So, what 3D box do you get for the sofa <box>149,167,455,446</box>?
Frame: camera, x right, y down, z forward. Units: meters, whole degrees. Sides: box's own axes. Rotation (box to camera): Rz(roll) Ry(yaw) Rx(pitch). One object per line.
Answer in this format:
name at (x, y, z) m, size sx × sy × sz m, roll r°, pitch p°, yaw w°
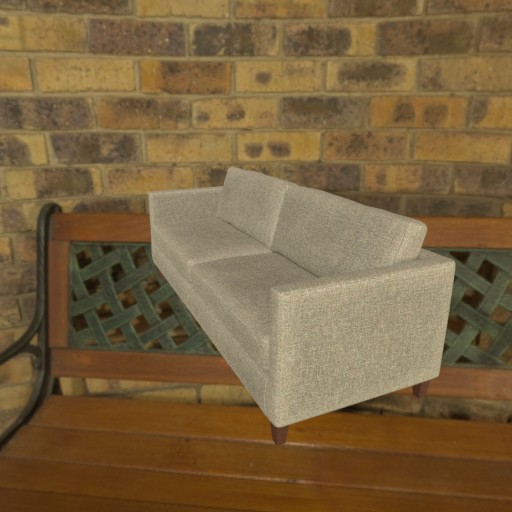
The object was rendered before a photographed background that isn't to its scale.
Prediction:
sofa at (0.000, 0.000, 2.960) m, size 0.948 × 0.951 × 2.434 m, roll -8°, pitch 20°, yaw -23°
